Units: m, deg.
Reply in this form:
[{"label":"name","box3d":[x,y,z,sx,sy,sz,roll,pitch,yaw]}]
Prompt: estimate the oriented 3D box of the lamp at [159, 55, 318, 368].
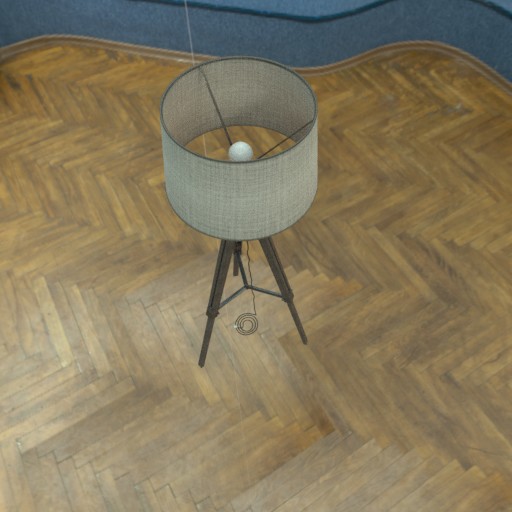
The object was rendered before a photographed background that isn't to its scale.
[{"label":"lamp","box3d":[0.000,0.000,1.821,0.587,1.510,0.604,14,59,8]}]
